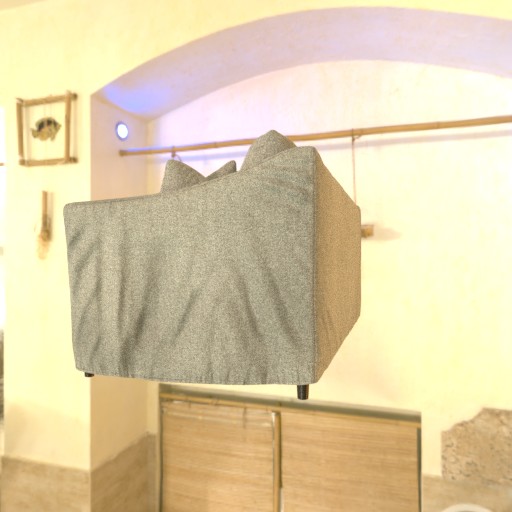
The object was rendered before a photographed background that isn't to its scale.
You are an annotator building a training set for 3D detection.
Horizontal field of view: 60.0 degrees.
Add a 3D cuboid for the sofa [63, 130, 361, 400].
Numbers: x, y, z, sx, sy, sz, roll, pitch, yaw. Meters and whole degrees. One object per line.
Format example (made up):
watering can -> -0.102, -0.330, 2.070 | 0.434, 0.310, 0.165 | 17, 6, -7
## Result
sofa -> 0.000, 0.000, 2.575 | 1.072, 1.018, 2.010 | 0, 0, 17
